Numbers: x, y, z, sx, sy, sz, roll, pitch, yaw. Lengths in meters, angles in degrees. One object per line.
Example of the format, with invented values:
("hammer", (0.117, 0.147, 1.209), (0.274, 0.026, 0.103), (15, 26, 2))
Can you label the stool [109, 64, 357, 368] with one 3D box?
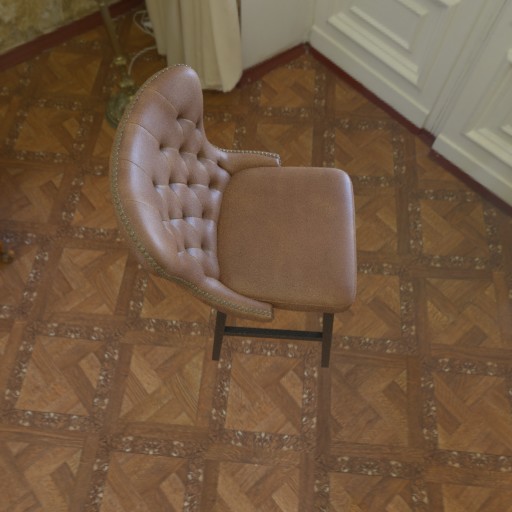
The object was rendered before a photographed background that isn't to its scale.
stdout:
("stool", (0.000, 0.000, 1.372), (0.601, 1.050, 0.528), (3, 65, 2))
